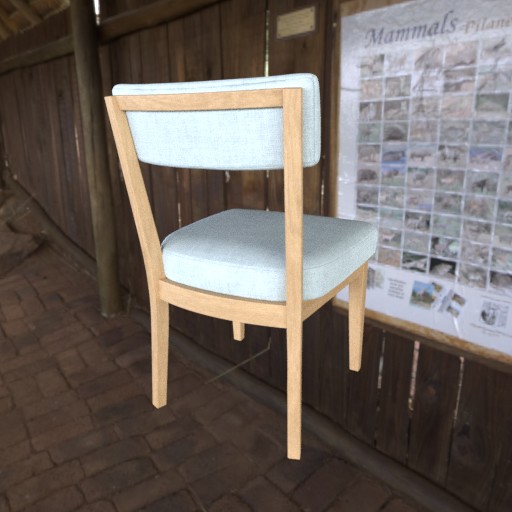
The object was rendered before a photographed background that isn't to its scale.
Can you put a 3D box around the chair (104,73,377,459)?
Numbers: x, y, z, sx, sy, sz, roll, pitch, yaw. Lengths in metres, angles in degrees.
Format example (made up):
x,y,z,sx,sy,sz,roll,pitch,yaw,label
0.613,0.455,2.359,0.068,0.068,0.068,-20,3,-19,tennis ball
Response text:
x,y,z,sx,sy,sz,roll,pitch,yaw,label
0.000,0.000,1.169,0.508,0.832,0.572,9,18,28,chair
